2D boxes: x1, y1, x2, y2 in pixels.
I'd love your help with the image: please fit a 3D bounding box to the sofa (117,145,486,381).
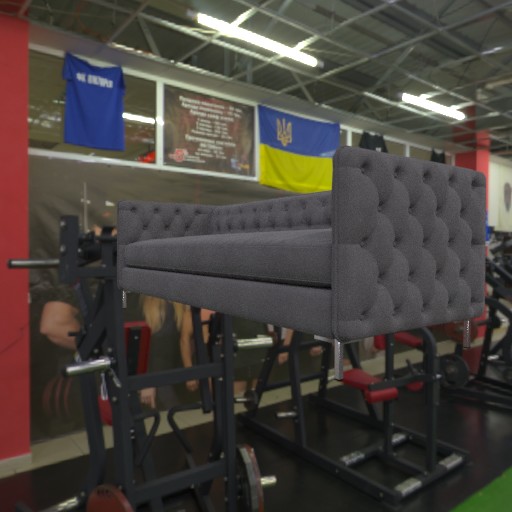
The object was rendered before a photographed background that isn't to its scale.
[{"bbox_3d":[0.000,0.000,2.518,0.895,0.771,2.209,-1,2,-36],"label":"sofa"}]
